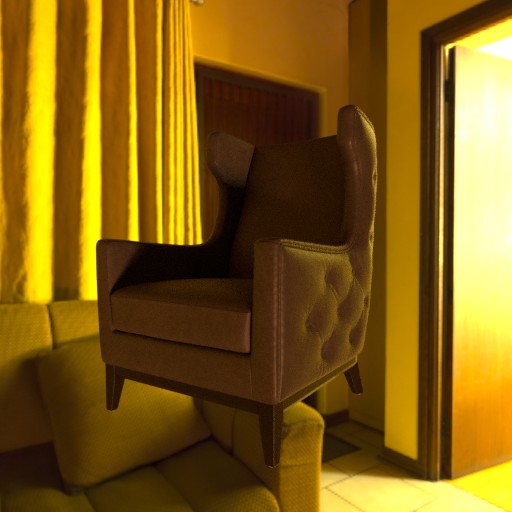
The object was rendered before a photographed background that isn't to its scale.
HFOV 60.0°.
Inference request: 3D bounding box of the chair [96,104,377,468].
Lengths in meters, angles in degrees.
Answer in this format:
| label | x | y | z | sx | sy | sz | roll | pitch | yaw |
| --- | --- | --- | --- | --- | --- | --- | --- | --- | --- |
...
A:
| label | x | y | z | sx | sy | sz | roll | pitch | yaw |
| --- | --- | --- | --- | --- | --- | --- | --- | --- | --- |
| chair | 0.000 | 0.000 | 1.668 | 0.769 | 1.079 | 0.899 | 1 | 2 | 36 |
